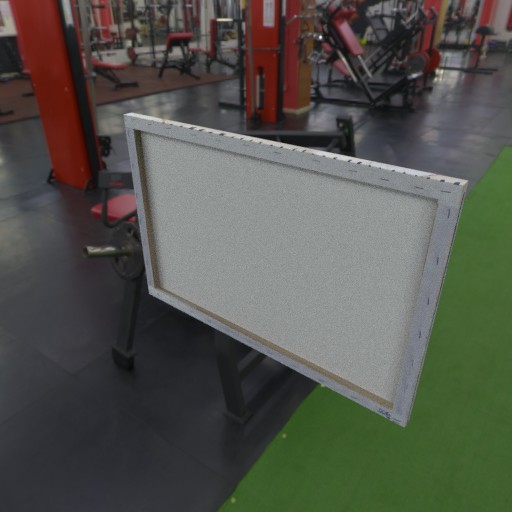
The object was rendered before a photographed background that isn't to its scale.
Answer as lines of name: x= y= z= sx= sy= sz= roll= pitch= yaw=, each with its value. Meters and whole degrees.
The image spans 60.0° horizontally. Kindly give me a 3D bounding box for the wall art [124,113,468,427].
wall art: x=0.000 y=0.000 z=1.443 sx=1.143 sy=0.757 sz=0.038 roll=21 pitch=36 yaw=32
